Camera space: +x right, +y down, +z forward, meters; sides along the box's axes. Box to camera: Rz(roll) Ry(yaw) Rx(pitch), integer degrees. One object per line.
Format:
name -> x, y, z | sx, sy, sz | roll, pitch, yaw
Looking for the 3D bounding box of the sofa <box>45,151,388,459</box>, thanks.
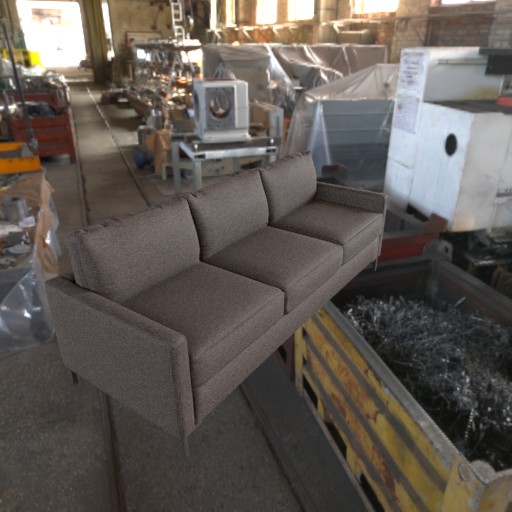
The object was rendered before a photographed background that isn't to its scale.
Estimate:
sofa -> 0.000, 0.000, 2.736 | 0.876, 0.882, 2.253 | 17, 30, 31
